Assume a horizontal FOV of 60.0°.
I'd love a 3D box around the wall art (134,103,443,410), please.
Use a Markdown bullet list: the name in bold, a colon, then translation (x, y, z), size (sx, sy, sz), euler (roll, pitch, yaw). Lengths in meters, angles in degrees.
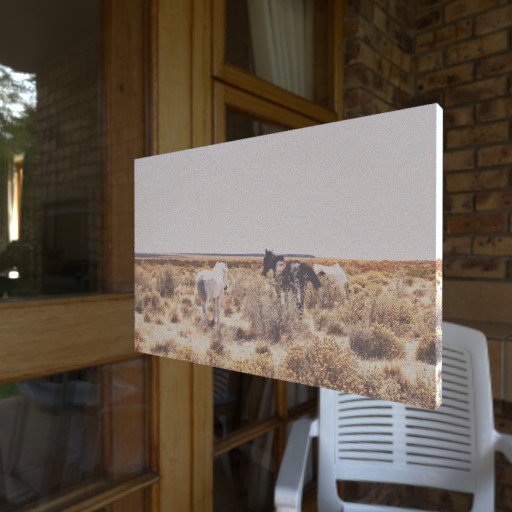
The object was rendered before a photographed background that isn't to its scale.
- **wall art**: translation (0.000, 0.000, 1.164), size (0.914, 0.610, 0.050), euler (0, 1, 36)
